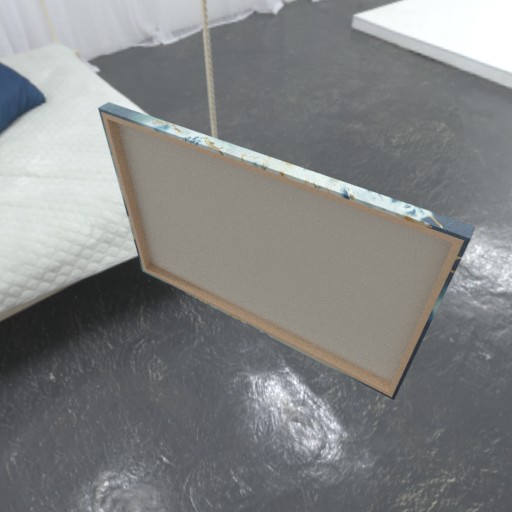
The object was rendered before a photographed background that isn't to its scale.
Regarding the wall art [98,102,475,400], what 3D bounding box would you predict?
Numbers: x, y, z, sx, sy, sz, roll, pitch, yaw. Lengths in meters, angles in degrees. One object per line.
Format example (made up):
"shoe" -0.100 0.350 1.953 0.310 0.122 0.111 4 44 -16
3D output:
"wall art" 0.000 0.000 1.176 0.912 0.608 0.038 24 50 22
